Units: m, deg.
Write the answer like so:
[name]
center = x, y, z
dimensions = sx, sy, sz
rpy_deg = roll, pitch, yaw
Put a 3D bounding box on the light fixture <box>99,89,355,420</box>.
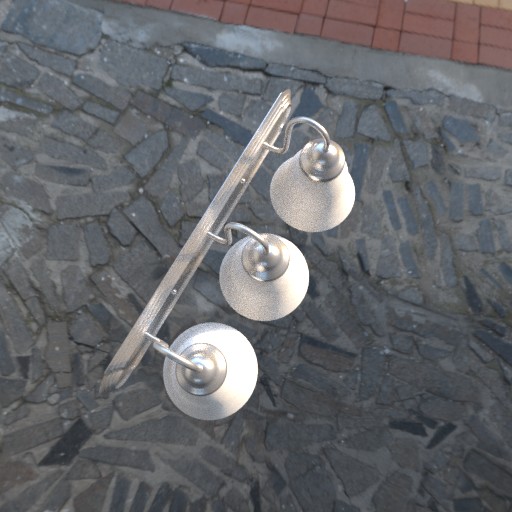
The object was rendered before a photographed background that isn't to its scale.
[light fixture]
center = 0.000, 0.000, 0.710
dimensions = 0.199, 0.222, 0.610
rpy_deg = 29, 77, 7
